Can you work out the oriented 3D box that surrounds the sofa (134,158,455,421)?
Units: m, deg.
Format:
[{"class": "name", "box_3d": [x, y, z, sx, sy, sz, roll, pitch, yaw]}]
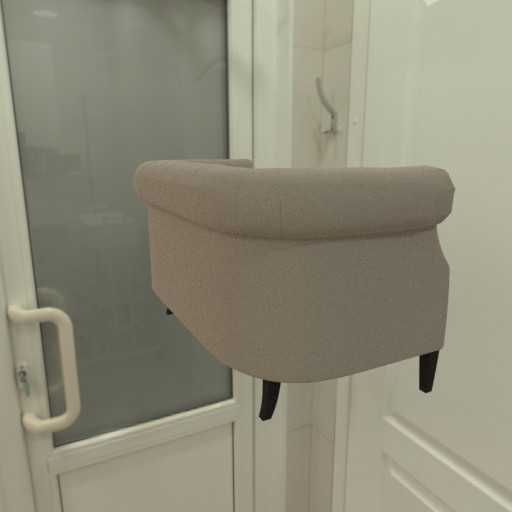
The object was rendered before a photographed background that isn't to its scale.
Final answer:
[{"class": "sofa", "box_3d": [0.000, 0.000, 1.973, 0.835, 0.827, 1.558, -7, 15, -27]}]
